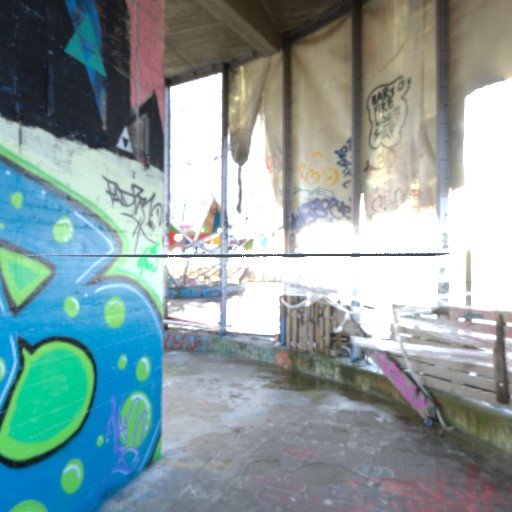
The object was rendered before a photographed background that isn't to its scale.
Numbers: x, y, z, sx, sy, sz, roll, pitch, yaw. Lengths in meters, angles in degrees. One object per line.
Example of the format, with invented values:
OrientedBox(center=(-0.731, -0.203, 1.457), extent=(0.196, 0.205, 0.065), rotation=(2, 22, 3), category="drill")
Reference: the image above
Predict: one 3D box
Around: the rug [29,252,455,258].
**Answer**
OrientedBox(center=(0.000, 0.000, 2.116), extent=(1.634, 0.003, 1.190), rotation=(0, -1, 19), category="rug")
